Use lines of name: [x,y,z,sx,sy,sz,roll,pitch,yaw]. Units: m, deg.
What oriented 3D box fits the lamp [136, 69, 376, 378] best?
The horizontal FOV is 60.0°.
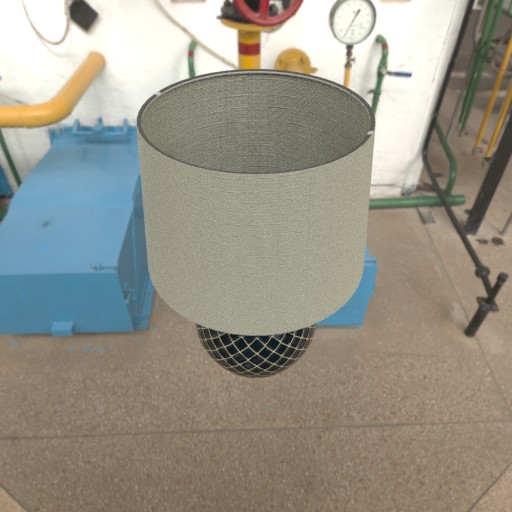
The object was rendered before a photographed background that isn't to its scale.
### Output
lamp: [0.000,0.000,0.793,0.376,0.540,0.376,0,42,0]
